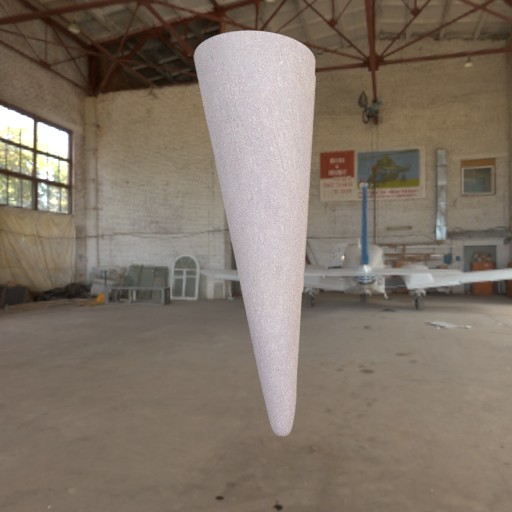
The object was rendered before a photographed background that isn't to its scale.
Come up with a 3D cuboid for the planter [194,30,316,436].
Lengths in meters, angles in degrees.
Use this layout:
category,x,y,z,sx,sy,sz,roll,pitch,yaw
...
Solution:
category,x,y,z,sx,sy,sz,roll,pitch,yaw
planter,0.000,0.000,0.295,0.078,0.259,0.087,0,-1,36
